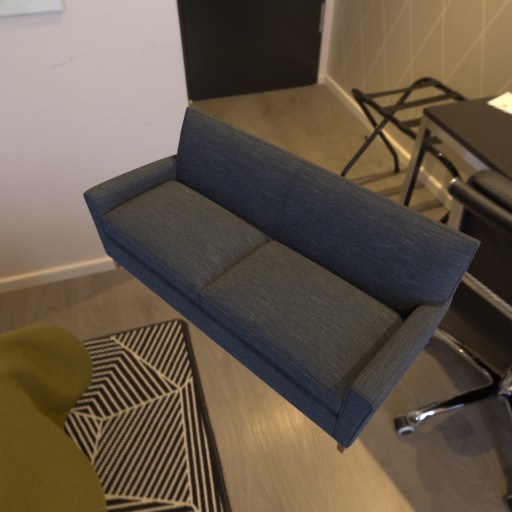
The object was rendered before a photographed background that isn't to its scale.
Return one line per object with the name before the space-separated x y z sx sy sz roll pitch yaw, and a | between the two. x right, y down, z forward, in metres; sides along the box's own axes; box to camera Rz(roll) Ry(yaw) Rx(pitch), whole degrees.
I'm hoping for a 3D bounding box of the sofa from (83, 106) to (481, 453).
sofa | 0.000 0.000 2.469 1.976 0.846 0.875 33 53 28
